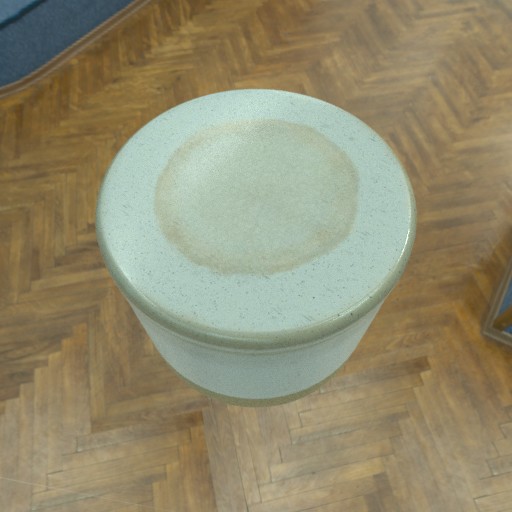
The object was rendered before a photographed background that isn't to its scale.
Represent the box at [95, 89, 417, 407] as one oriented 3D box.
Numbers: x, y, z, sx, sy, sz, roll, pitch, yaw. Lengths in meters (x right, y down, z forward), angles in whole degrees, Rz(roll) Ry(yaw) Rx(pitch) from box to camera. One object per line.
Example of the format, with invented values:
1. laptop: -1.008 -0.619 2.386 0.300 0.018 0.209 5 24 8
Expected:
1. box: 0.000 0.000 0.263 0.154 0.123 0.154 0 58 0
